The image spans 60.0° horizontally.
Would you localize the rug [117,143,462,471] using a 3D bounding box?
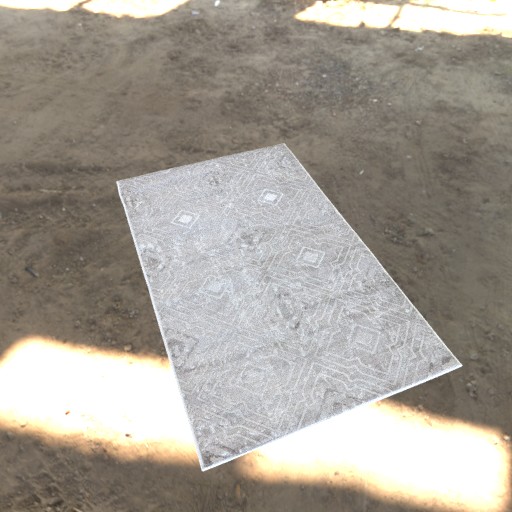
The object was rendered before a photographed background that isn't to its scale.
[{"bbox_3d":[0.000,0.000,3.086,1.537,0.036,2.447,-16,49,-15],"label":"rug"}]
